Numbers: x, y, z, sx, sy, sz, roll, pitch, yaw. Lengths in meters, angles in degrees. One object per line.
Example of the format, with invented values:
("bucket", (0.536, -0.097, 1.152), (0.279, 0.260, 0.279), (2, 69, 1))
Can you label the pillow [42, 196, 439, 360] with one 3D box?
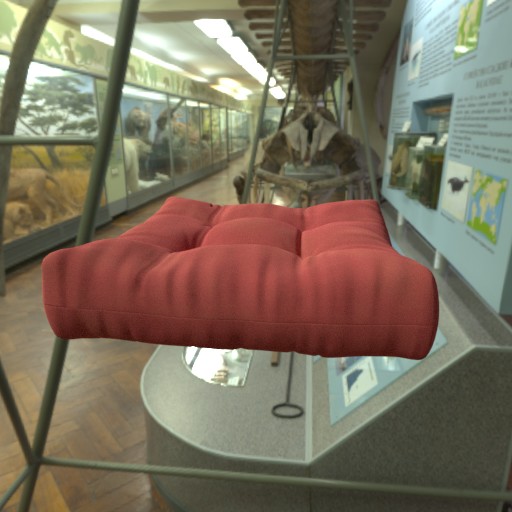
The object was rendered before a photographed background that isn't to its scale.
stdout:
("pillow", (0.000, 0.000, 0.719), (0.468, 0.128, 0.490), (2, 16, 7))
